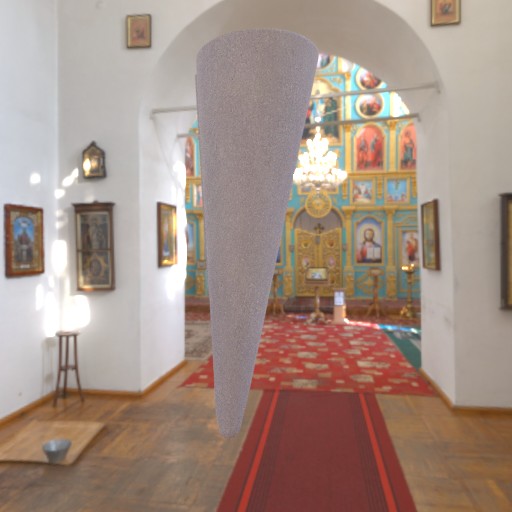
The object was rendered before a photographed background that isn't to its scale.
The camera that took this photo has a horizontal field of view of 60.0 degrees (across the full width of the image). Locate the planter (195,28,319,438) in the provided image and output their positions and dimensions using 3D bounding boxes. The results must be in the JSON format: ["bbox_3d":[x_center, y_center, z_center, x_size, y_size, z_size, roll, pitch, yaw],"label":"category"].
[{"bbox_3d":[0.000,0.000,0.292,0.078,0.259,0.087,1,-1,-37],"label":"planter"}]
